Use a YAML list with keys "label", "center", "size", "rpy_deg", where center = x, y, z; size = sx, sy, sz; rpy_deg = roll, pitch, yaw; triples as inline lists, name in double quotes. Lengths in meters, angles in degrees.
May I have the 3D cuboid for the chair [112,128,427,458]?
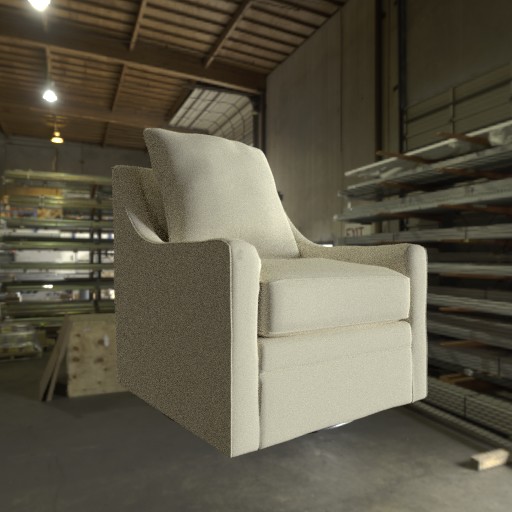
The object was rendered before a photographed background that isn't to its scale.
- label: "chair"
  center: [0.000, 0.000, 1.549]
  size: [0.756, 0.965, 0.876]
  rpy_deg: [1, -1, -36]
